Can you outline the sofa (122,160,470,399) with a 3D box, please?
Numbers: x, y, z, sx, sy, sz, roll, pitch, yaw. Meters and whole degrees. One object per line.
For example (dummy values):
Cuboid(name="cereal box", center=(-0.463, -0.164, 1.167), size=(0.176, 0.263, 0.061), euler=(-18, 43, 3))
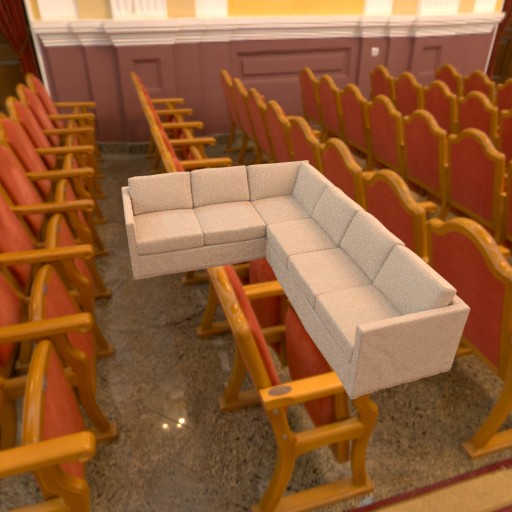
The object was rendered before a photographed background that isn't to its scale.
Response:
Cuboid(name="sofa", center=(0.000, 0.000, 4.452), size=(2.432, 0.871, 3.182), euler=(-9, 33, -14))
